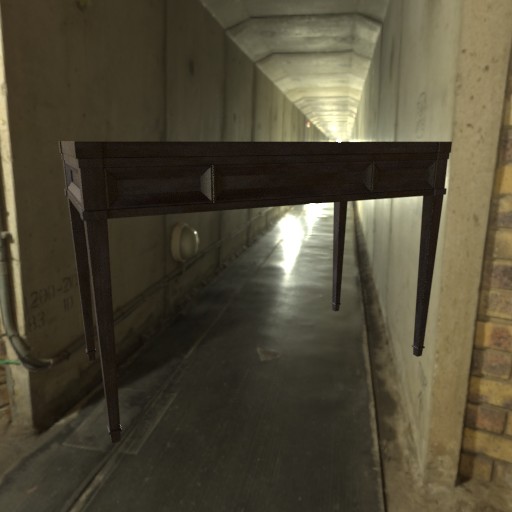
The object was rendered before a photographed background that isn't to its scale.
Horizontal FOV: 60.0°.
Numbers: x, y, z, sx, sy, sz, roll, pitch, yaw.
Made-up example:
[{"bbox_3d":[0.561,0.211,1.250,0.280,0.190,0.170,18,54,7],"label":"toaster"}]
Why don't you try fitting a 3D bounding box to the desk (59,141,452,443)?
[{"bbox_3d":[0.000,0.000,1.721,1.289,0.861,0.630,-7,16,-26],"label":"desk"}]
